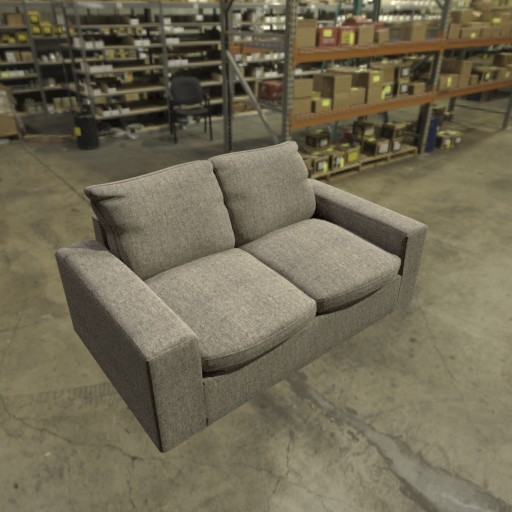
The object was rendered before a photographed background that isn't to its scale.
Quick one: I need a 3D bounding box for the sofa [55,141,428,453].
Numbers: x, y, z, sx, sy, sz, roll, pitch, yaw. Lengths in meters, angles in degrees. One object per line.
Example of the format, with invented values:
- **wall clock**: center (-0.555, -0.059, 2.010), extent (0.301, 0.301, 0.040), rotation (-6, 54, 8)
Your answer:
- **sofa**: center (0.000, 0.000, 2.408), extent (1.758, 0.877, 1.094), rotation (-22, 36, -33)
